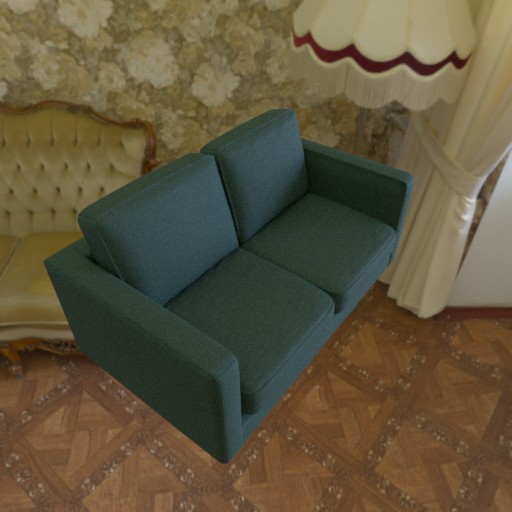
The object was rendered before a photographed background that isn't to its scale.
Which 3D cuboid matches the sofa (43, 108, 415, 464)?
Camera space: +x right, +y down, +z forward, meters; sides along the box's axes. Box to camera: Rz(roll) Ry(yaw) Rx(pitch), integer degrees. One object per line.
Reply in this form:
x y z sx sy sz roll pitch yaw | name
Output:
0.000 0.000 1.998 0.879 0.899 1.430 26 47 28 | sofa
